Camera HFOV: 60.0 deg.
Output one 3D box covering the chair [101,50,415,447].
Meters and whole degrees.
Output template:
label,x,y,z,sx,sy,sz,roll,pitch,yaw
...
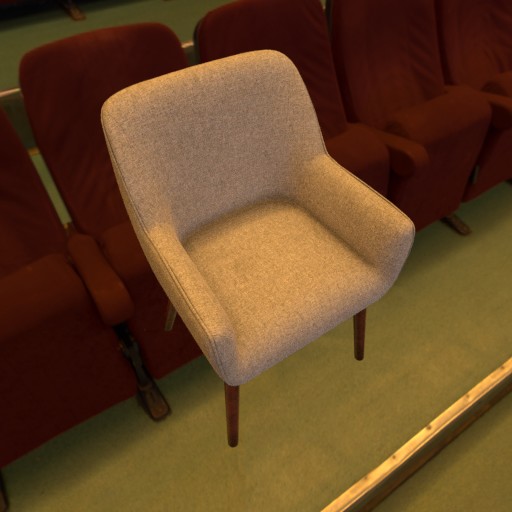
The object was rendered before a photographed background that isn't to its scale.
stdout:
label,x,y,z,sx,sy,sz,roll,pitch,yaw
chair,0.000,0.000,1.137,0.543,0.803,0.519,-27,53,-22
